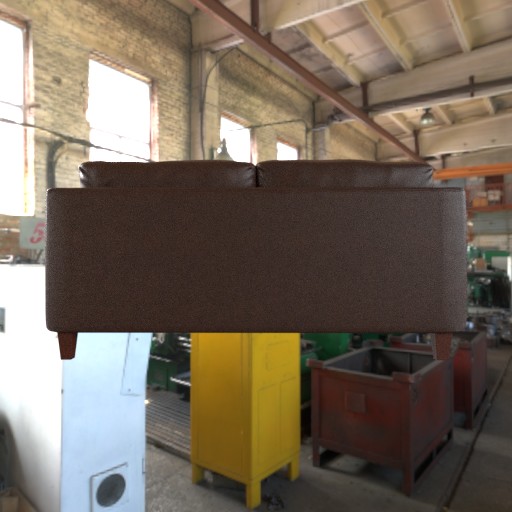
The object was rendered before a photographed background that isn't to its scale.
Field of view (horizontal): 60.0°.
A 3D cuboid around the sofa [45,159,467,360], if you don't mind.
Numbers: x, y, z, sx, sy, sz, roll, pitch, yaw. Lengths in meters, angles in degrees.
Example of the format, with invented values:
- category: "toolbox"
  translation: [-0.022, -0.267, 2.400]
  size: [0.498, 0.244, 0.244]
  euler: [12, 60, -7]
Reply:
- category: "sofa"
  translation: [0.000, 0.000, 2.406]
  size: [1.883, 0.933, 0.951]
  euler: [0, 0, 0]
